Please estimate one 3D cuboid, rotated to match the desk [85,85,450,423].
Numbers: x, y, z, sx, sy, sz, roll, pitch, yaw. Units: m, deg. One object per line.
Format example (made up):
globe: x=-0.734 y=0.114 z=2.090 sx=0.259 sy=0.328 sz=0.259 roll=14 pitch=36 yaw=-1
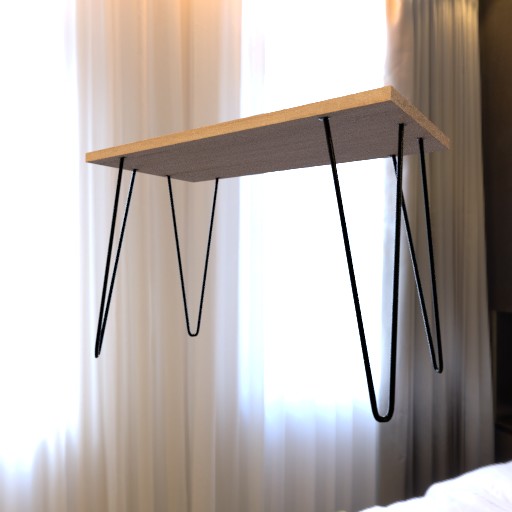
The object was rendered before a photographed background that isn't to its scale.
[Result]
desk: x=0.000 y=0.000 z=1.341 sx=0.991 sy=0.660 sz=0.499 roll=0 pitch=0 yaw=36
